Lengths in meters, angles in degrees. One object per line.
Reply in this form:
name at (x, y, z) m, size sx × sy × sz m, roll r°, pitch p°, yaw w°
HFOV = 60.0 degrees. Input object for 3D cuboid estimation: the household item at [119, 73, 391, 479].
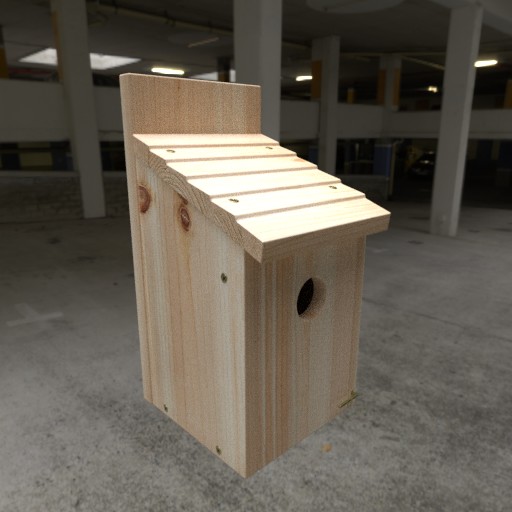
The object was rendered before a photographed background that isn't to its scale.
household item at (0.000, 0.000, 0.390) m, size 0.149 × 0.300 × 0.171 m, roll -14°, pitch 21°, yaw -42°
